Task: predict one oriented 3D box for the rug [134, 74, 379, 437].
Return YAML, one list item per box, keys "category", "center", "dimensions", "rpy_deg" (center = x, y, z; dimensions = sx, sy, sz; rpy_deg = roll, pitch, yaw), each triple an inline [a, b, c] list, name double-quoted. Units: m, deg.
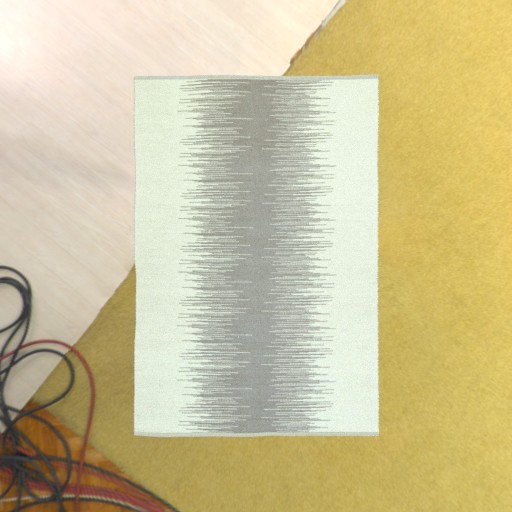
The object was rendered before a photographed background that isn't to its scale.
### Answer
- category: "rug"
  center: [0.000, 0.000, 2.218]
  dimensions: [1.226, 0.007, 1.815]
  rpy_deg: [0, 90, 1]
